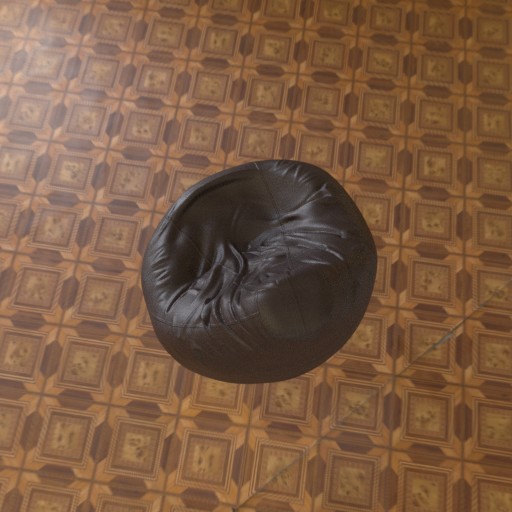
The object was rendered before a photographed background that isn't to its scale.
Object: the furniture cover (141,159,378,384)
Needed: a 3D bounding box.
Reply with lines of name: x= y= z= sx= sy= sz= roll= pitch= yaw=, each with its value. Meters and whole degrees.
furniture cover: x=0.000 y=0.000 z=1.930 sx=1.070 sy=0.990 sz=1.070 roll=-23 pitch=75 yaw=-6
